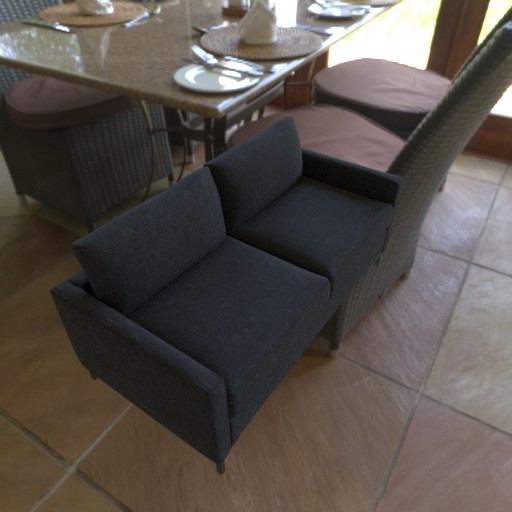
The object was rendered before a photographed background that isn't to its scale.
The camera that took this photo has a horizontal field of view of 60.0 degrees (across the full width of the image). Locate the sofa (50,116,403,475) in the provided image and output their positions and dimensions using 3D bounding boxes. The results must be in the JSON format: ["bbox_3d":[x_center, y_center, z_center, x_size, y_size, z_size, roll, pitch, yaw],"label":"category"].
[{"bbox_3d":[0.000,0.000,2.240,0.866,0.862,1.716,24,45,26],"label":"sofa"}]
